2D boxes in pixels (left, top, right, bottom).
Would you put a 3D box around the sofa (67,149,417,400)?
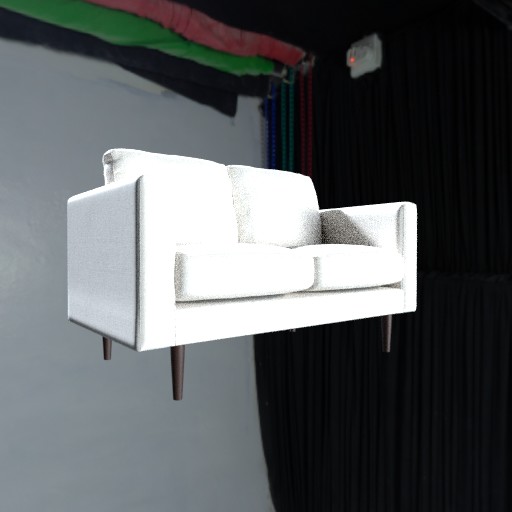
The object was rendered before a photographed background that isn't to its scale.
[{"bbox_3d":[0.000,0.000,2.003,1.430,0.908,0.796,-1,1,-38],"label":"sofa"}]
